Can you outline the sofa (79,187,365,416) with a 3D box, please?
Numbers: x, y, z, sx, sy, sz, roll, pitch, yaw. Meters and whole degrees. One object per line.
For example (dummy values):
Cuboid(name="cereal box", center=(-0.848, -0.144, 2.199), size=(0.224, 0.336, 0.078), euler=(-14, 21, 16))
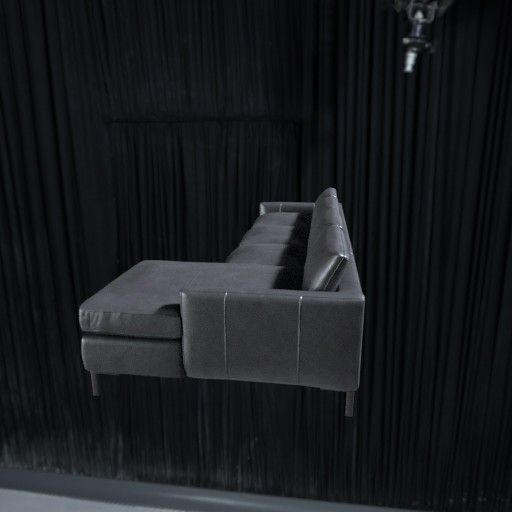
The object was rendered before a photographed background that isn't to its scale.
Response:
Cuboid(name="sofa", center=(0.000, 0.000, 3.627), size=(1.471, 0.859, 2.993), euler=(2, 16, 8))
